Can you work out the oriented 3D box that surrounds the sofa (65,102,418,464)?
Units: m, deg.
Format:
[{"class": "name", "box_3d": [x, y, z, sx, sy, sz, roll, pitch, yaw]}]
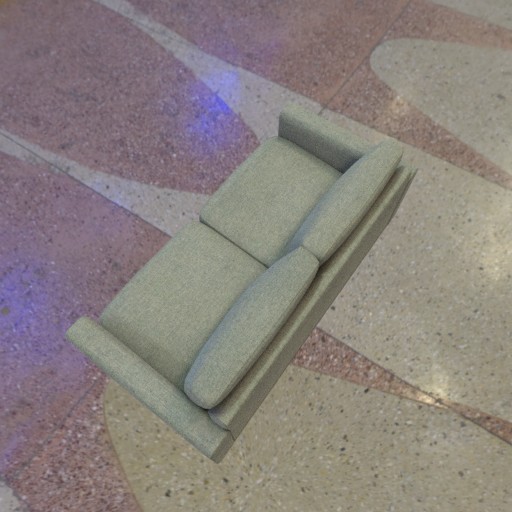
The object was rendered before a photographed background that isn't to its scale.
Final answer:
[{"class": "sofa", "box_3d": [0.000, 0.000, 2.548, 0.969, 0.892, 1.978, 33, 67, 16]}]
